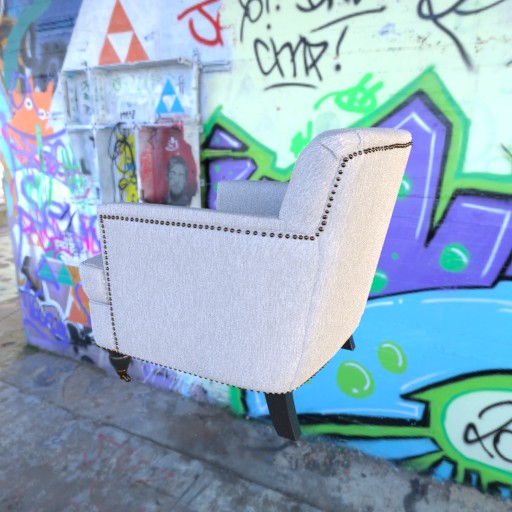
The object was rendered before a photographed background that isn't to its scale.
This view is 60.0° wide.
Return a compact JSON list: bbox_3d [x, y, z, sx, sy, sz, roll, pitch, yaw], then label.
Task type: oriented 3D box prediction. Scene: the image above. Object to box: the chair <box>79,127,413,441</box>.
[{"bbox_3d":[0.000,0.000,1.481,0.902,0.823,0.737,8,18,26],"label":"chair"}]
